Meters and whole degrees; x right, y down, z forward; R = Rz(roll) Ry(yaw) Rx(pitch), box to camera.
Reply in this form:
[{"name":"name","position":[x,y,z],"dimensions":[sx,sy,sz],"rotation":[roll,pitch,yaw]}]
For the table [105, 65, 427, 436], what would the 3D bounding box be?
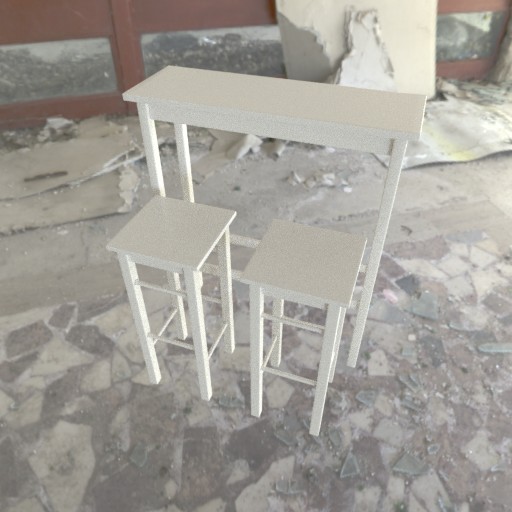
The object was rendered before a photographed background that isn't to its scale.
[{"name":"table","position":[0.000,0.000,1.621],"dimensions":[0.915,1.065,0.650],"rotation":[13,41,15]}]
